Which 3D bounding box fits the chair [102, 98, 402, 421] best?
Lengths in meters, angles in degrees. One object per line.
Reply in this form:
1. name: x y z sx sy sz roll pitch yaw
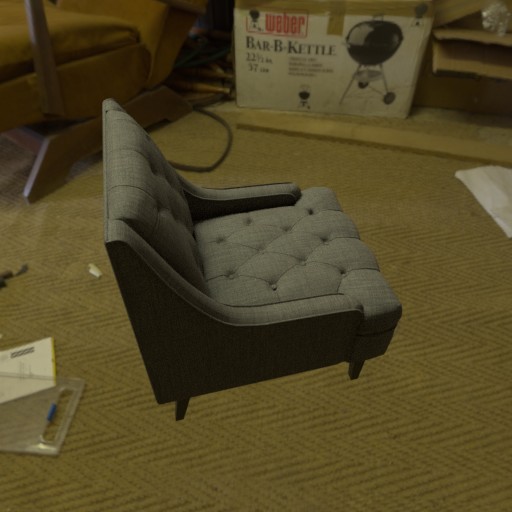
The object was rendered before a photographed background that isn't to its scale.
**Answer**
1. chair: 0.000 0.000 1.447 0.771 0.891 0.655 -10 46 -10
